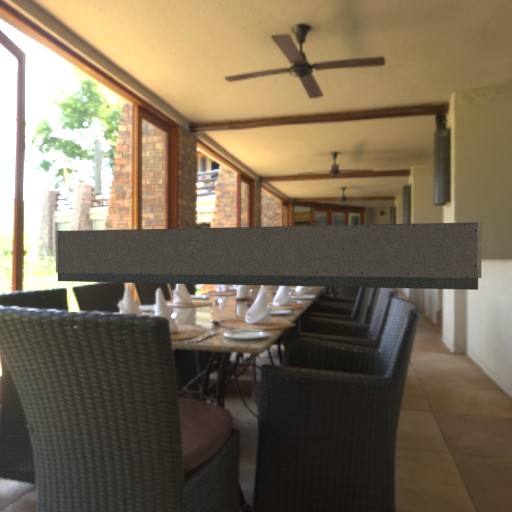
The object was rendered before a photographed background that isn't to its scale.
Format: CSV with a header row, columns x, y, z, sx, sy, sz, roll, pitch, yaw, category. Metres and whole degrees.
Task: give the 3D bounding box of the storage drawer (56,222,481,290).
x,y,z,sx,sy,sz,roll,pitch,yaw,category
0.000,0.000,2.364,2.072,0.274,0.591,0,0,17,storage drawer
